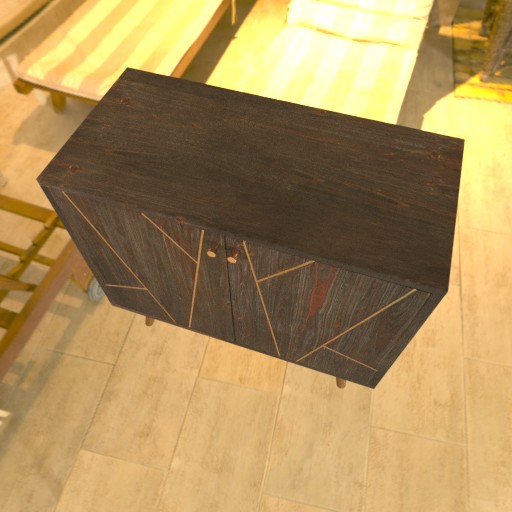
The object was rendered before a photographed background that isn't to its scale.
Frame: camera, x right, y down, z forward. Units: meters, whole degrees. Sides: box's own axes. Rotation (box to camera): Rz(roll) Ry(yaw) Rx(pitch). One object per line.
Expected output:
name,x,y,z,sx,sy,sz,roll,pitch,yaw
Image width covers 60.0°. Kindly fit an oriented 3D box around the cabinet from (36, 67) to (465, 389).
cabinet,0.000,0.000,1.532,1.023,0.897,0.529,16,58,10
